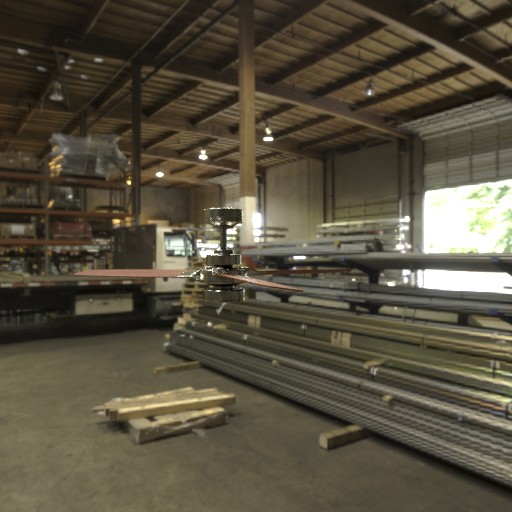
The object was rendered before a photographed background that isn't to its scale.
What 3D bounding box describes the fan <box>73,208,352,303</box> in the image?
[{"bbox_3d":[0.000,0.000,2.029,1.271,0.410,1.416,0,1,-36],"label":"fan"}]
